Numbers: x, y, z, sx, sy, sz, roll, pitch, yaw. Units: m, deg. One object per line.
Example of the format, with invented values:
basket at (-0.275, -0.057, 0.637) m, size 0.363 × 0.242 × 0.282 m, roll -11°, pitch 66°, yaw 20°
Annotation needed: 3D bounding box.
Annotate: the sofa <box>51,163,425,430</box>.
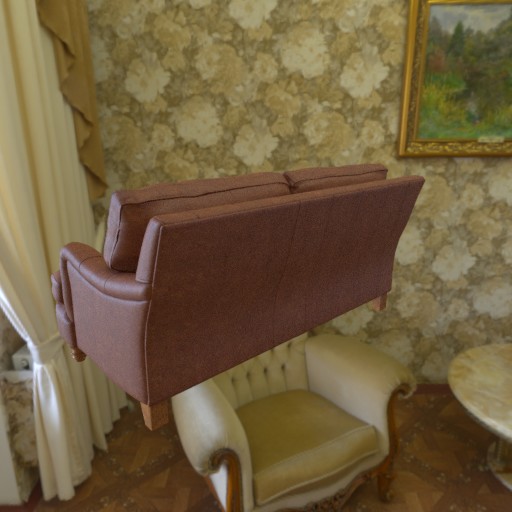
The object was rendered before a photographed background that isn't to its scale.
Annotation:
sofa at (0.000, 0.000, 2.762) m, size 2.144 × 1.071 × 1.147 m, roll -15°, pitch 22°, yaw -42°
